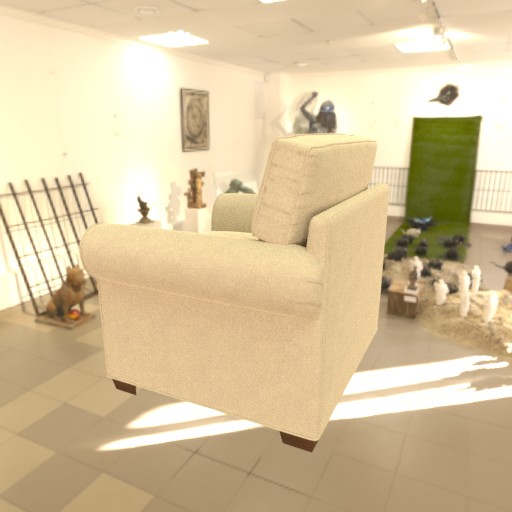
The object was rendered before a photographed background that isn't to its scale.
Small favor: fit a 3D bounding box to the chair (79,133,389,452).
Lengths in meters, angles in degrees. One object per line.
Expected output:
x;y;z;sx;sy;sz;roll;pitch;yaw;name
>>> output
0.000;0.000;1.788;0.863;0.955;1.040;8;18;25;chair
